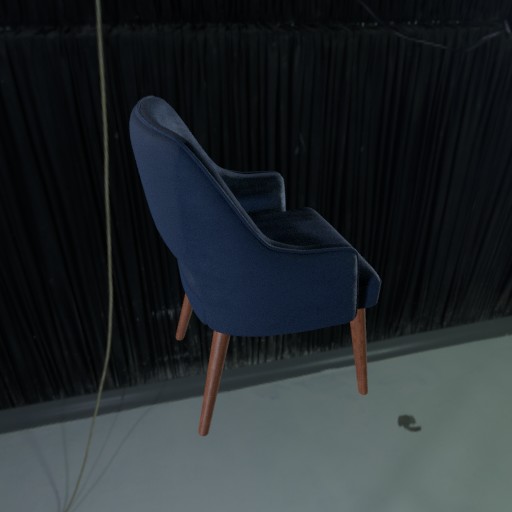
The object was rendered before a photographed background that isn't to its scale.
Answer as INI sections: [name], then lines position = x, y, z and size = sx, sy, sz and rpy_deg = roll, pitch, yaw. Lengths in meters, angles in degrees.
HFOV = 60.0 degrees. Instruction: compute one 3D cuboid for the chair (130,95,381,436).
[chair]
position = 0.000, 0.000, 1.259
size = 0.591, 0.844, 0.559
rpy_deg = -9, 32, -15
